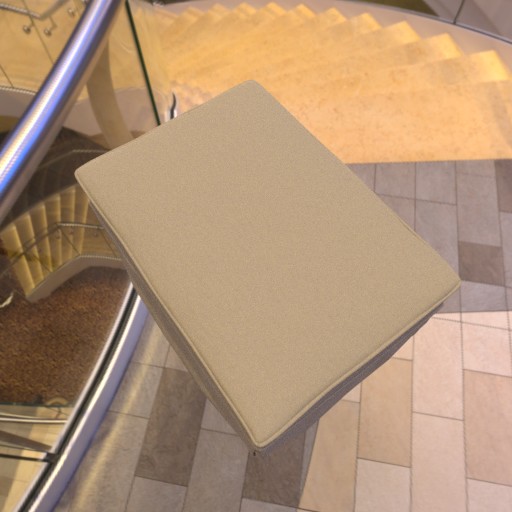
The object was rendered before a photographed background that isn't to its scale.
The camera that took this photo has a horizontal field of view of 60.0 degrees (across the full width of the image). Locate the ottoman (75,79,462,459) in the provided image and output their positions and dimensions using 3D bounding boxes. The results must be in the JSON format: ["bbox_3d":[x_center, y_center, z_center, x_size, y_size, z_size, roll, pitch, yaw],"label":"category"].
[{"bbox_3d":[0.000,0.000,1.347,0.703,0.479,0.944,-33,68,-16],"label":"ottoman"}]
